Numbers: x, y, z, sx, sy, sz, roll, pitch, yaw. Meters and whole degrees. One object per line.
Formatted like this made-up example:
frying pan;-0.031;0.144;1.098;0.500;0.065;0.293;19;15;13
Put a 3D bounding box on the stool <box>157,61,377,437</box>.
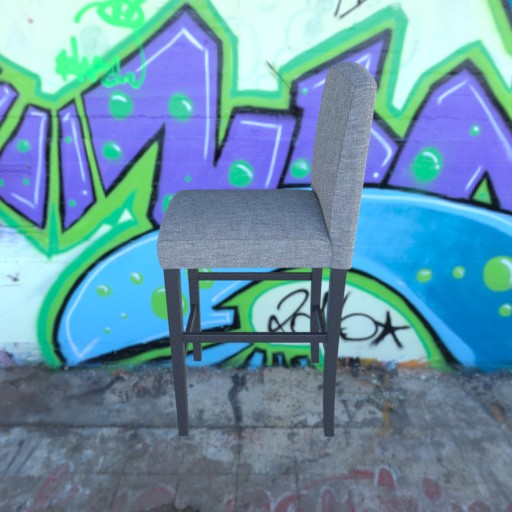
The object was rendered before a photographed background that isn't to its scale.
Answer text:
stool;0.000;0.000;1.417;0.552;1.138;0.451;0;25;0
